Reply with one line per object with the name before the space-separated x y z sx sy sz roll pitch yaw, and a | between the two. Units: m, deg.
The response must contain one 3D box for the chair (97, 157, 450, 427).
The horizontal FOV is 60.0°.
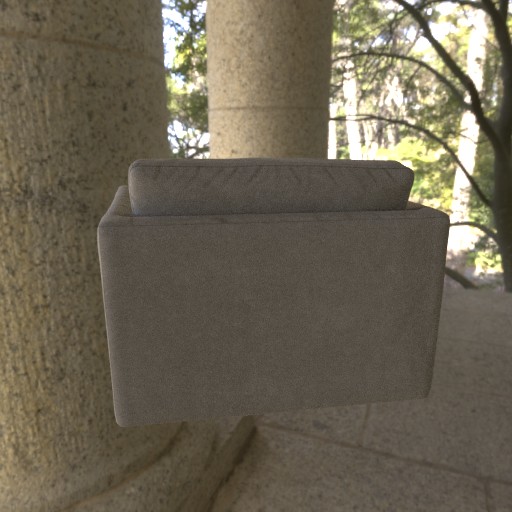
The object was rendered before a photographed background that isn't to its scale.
chair | 0.000 0.000 1.827 1.190 0.845 1.091 -2 15 -9
